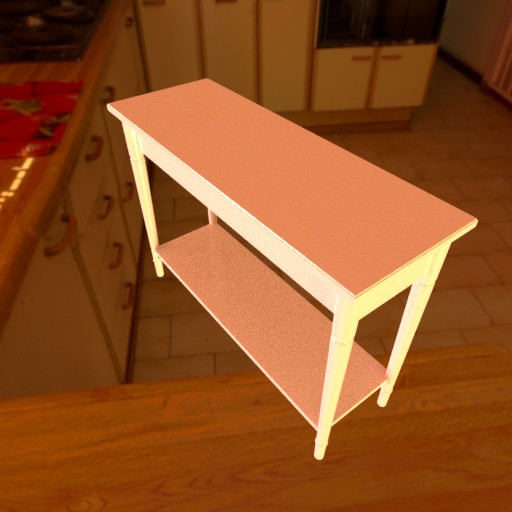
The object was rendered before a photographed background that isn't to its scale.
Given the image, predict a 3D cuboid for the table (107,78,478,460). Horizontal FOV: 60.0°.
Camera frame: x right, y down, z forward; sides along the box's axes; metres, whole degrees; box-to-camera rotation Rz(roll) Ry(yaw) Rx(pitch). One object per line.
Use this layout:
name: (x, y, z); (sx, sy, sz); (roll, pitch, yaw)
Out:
table: (0.000, 0.000, 1.423); (0.381, 0.749, 1.067); (-27, 48, -27)
